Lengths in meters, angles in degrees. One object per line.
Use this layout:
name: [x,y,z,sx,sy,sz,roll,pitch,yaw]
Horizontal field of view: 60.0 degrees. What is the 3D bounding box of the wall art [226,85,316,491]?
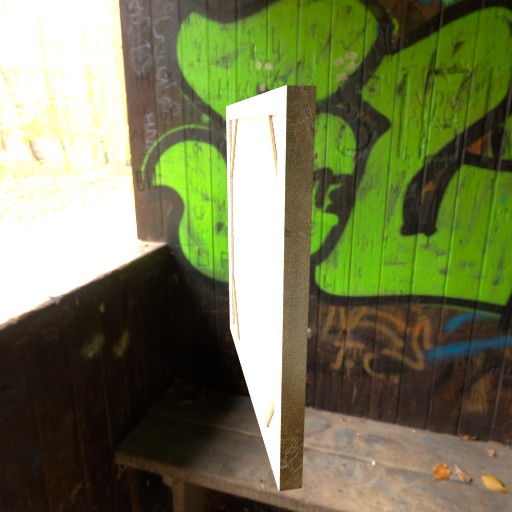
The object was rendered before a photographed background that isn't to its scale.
wall art: [0.000,0.000,0.916,0.038,0.610,0.610,-3,17,-10]
